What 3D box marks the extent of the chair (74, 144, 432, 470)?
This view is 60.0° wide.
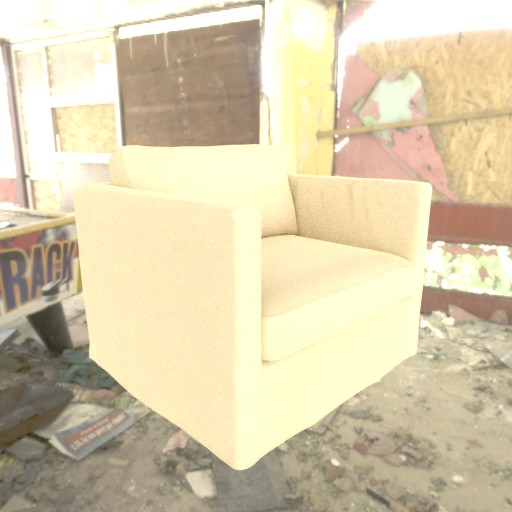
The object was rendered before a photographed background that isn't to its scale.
[{"bbox_3d":[0.000,0.000,1.743,1.057,0.851,0.947,-14,20,-43],"label":"chair"}]
